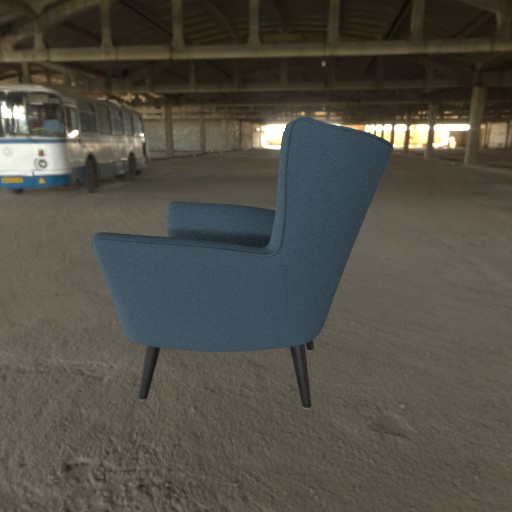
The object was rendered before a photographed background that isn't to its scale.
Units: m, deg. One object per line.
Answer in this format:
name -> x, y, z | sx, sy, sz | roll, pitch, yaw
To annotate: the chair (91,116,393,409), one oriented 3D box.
chair -> 0.000, 0.000, 1.611 | 0.888, 0.933, 0.781 | 2, 15, 8
